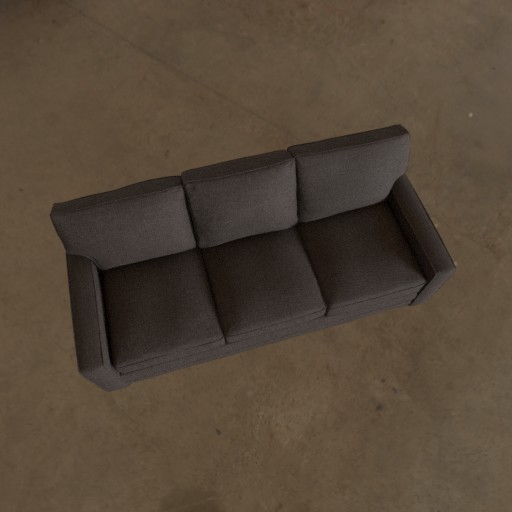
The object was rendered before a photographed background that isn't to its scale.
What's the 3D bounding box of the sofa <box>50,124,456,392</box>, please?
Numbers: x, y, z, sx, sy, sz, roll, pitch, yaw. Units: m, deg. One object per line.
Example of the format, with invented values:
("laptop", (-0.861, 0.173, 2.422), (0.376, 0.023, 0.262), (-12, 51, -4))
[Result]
("sofa", (0.000, 0.000, 2.937), (2.369, 0.978, 1.004), (-14, 64, -7))
